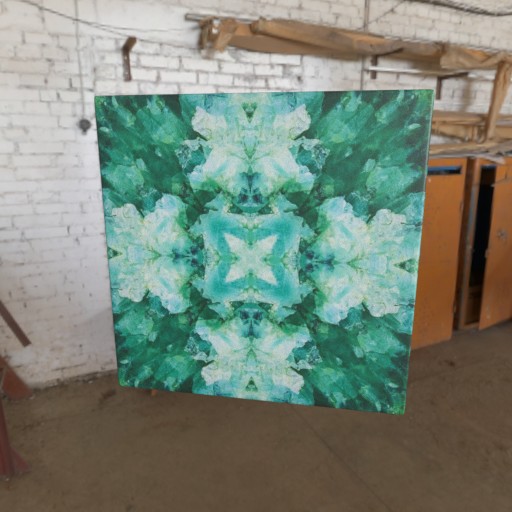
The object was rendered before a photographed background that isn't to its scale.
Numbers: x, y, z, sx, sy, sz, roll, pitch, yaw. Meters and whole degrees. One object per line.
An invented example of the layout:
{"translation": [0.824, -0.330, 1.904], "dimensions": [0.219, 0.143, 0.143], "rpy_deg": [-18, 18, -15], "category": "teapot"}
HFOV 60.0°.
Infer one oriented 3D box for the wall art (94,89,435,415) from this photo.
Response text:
{"translation": [0.000, 0.000, 0.455], "dimensions": [0.313, 0.313, 0.033], "rpy_deg": [3, 15, 10], "category": "wall art"}
